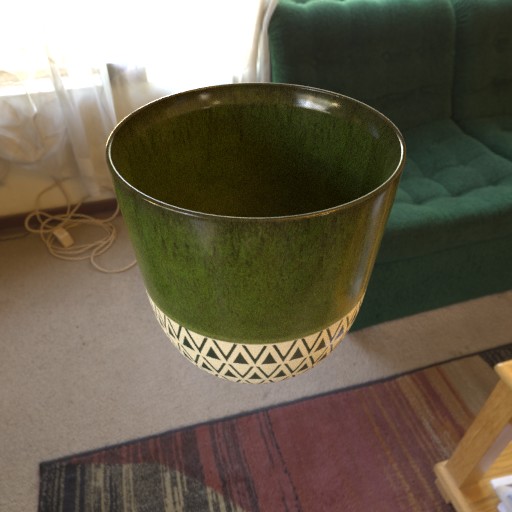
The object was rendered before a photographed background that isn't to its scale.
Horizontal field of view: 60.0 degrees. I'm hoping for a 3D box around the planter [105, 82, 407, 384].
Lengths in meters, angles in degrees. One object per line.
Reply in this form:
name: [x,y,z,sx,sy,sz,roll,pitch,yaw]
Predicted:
planter: [0.000,0.000,0.459,0.245,0.270,0.245,0,41,0]
